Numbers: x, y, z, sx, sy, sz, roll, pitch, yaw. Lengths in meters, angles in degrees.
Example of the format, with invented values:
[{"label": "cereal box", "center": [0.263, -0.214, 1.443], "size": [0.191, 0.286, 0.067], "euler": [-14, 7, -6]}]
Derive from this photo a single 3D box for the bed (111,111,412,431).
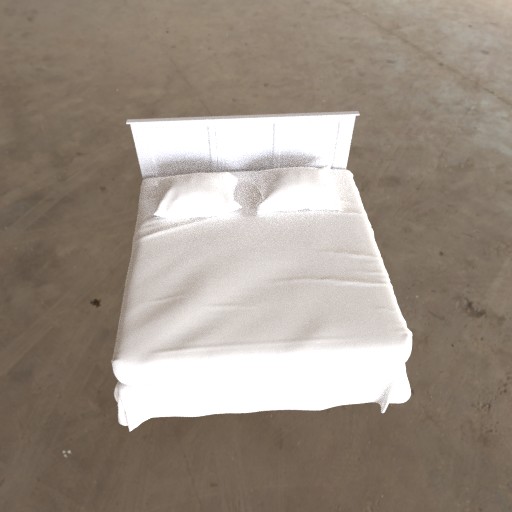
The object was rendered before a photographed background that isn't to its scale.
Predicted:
[{"label": "bed", "center": [0.000, 0.000, 3.567], "size": [2.317, 1.273, 2.215], "euler": [-3, 47, -3]}]
